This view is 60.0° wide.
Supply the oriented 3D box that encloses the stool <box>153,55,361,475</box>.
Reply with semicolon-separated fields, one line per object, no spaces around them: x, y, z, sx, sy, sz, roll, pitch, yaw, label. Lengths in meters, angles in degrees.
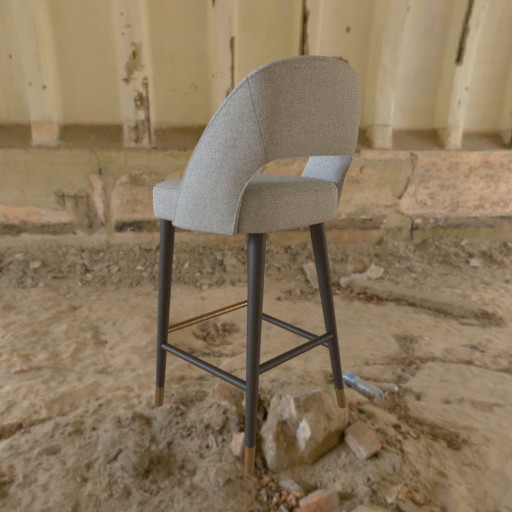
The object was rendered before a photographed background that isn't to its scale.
0.000;0.000;1.319;0.494;1.037;0.509;-14;20;-43;stool
